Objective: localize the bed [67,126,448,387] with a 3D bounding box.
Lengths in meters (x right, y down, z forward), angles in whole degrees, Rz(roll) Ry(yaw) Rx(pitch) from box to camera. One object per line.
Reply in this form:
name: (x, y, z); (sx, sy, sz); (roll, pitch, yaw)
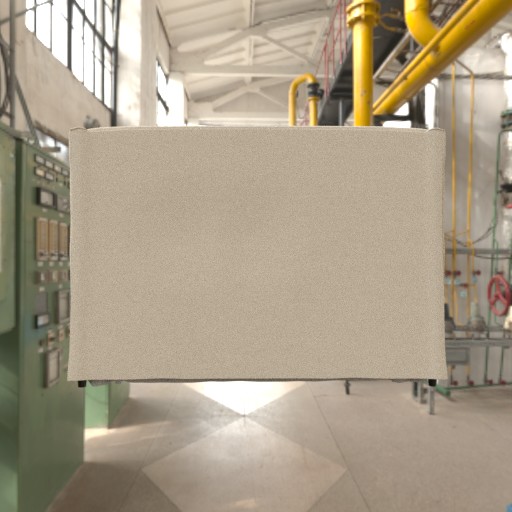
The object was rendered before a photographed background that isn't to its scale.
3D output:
bed: (0.000, 0.000, 3.347); (1.925, 1.332, 2.276); (0, 0, -1)
